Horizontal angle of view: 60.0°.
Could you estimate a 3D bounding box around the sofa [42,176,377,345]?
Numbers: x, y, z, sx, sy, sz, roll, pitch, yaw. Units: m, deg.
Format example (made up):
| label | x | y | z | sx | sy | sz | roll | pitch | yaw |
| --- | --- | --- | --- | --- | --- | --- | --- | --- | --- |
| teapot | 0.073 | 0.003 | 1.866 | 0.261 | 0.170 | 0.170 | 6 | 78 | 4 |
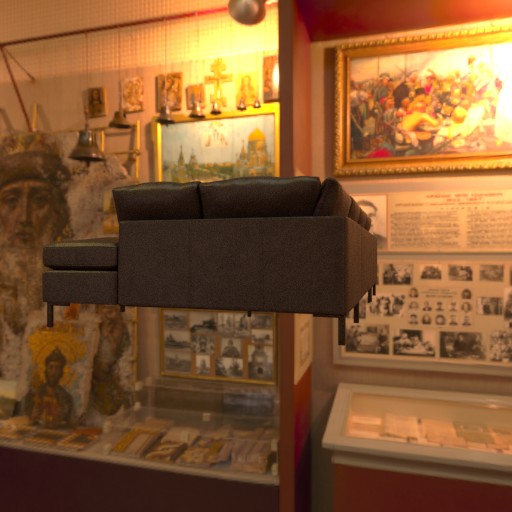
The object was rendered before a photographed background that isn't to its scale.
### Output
| label | x | y | z | sx | sy | sz | roll | pitch | yaw |
| --- | --- | --- | --- | --- | --- | --- | --- | --- | --- |
| sofa | 0.000 | 0.000 | 3.919 | 1.939 | 0.900 | 2.956 | 0 | 0 | 18 |
